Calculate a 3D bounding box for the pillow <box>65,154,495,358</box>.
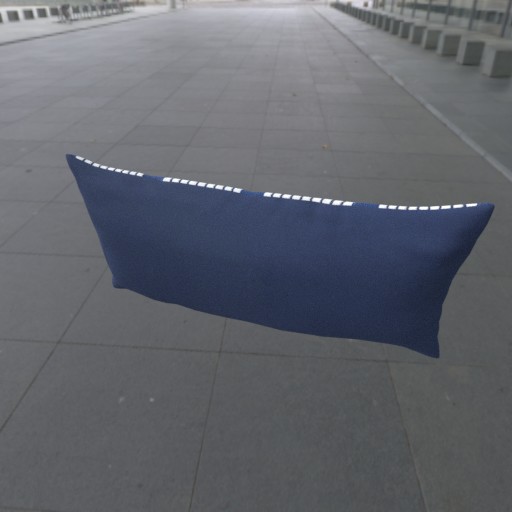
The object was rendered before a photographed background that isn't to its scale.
[{"bbox_3d":[0.000,0.000,0.699,0.608,0.292,0.156,10,33,16],"label":"pillow"}]
